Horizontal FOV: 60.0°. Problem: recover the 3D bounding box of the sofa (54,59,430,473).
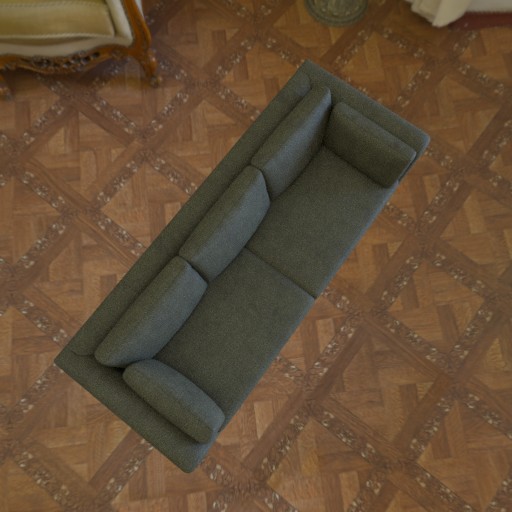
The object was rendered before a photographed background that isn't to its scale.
[{"bbox_3d":[0.000,0.000,2.882,0.969,0.867,2.415,36,78,9],"label":"sofa"}]
